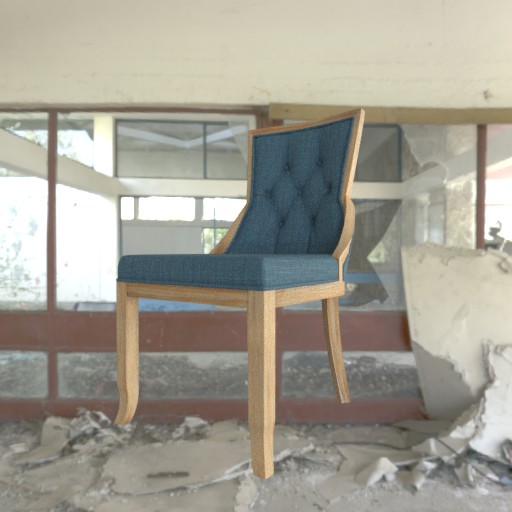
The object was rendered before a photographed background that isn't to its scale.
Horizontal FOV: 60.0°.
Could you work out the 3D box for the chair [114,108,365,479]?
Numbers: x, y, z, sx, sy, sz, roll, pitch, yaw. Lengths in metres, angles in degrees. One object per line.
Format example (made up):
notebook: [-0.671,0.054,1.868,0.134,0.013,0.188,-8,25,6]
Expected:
chair: [0.000,0.000,1.348,0.524,0.947,0.641,1,1,36]
